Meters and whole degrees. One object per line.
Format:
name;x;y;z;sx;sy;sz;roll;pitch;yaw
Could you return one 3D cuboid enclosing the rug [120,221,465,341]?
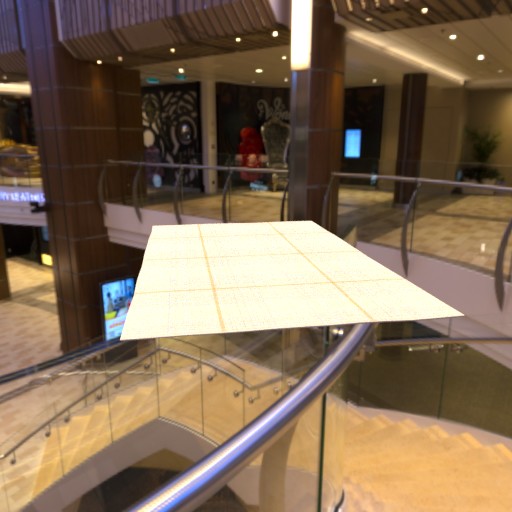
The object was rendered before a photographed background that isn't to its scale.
rug;0.000;0.000;3.067;1.527;0.016;2.442;-2;15;-9
